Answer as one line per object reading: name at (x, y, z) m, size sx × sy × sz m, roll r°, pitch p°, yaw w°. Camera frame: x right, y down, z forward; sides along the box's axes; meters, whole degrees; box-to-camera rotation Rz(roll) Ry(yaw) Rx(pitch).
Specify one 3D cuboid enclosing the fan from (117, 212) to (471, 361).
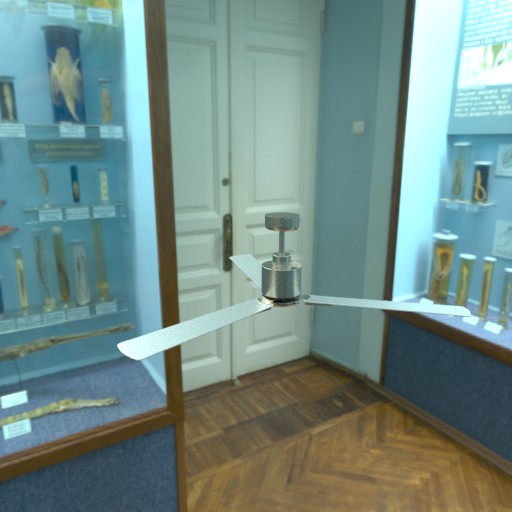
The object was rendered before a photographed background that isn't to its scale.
fan at (0.000, 0.000, 2.289) m, size 1.561 × 0.446 × 1.531 m, roll -8°, pitch 16°, yaw -28°
